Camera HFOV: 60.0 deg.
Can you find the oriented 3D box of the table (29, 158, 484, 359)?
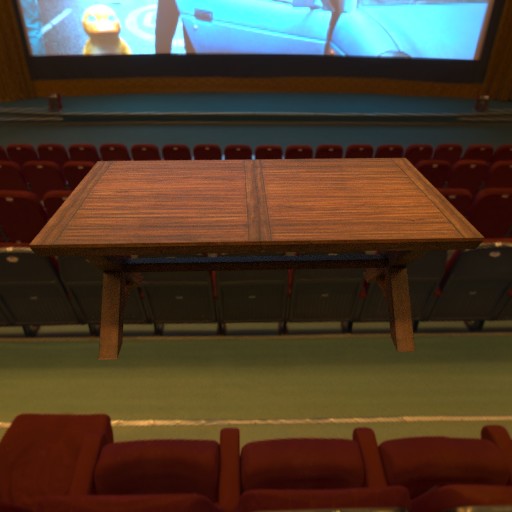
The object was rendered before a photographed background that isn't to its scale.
[{"bbox_3d":[0.000,0.000,2.576,1.966,0.793,1.071,-1,31,-2],"label":"table"}]
